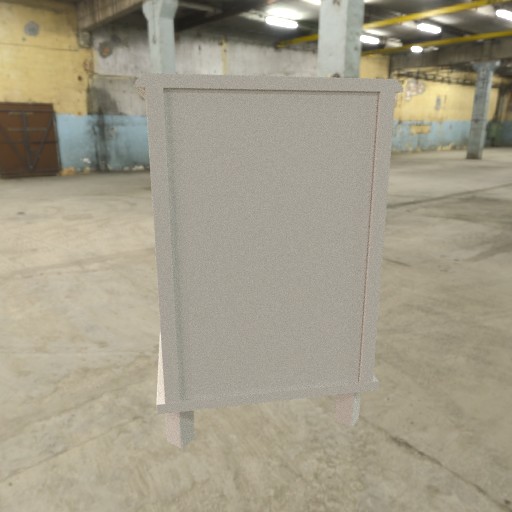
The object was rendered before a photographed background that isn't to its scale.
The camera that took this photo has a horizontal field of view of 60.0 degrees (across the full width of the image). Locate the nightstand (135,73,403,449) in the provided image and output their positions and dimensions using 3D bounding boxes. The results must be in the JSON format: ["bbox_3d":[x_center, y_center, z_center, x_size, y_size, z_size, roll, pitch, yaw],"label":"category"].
[{"bbox_3d":[0.000,0.000,0.953,0.435,0.681,0.351,-3,16,-10],"label":"nightstand"}]
